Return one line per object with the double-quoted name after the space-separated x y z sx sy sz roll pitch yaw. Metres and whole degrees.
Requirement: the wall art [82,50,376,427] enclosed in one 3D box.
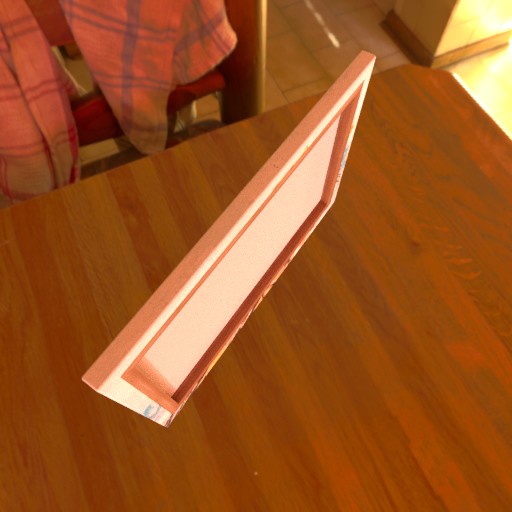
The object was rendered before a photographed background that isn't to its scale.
0.000 0.000 1.131 0.038 0.609 0.913 32 68 15 "wall art"
